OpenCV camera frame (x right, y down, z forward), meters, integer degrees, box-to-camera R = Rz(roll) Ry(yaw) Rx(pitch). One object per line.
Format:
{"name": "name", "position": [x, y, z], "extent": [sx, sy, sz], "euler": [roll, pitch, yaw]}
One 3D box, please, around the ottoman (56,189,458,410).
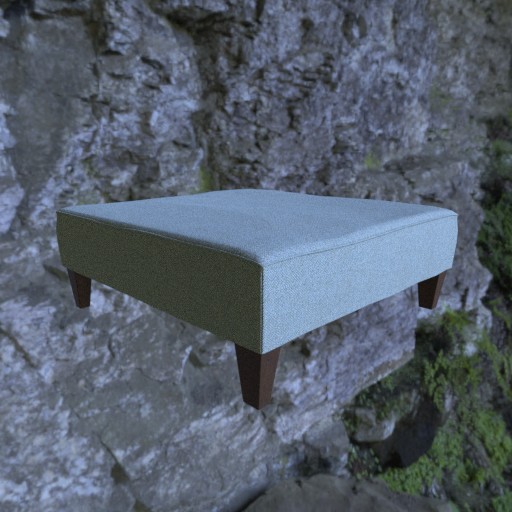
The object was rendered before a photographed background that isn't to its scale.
{"name": "ottoman", "position": [0.000, 0.000, 1.545], "extent": [1.004, 0.379, 0.968], "euler": [13, 19, 43]}
